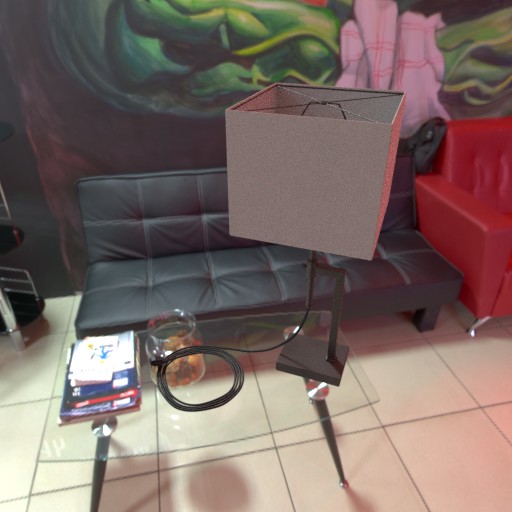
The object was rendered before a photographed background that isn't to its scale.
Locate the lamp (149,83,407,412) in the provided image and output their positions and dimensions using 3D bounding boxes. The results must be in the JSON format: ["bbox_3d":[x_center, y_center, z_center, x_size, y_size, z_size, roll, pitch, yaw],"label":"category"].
[{"bbox_3d":[0.000,0.000,0.983,0.504,0.660,0.399,11,33,17],"label":"lamp"}]
